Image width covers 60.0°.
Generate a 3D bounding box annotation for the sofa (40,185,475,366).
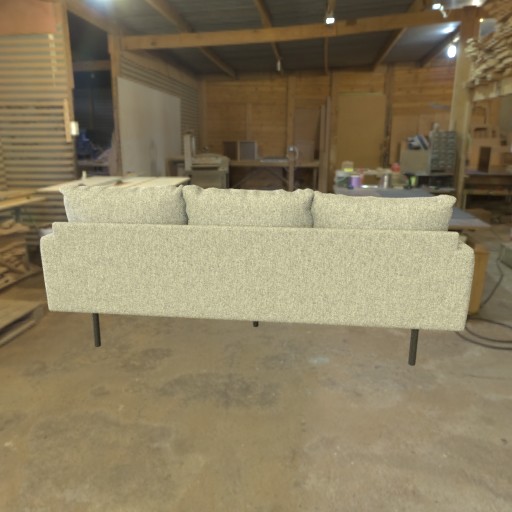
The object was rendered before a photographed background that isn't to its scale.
[{"bbox_3d":[0.000,0.000,2.448,2.000,0.830,0.850,2,15,7],"label":"sofa"}]
